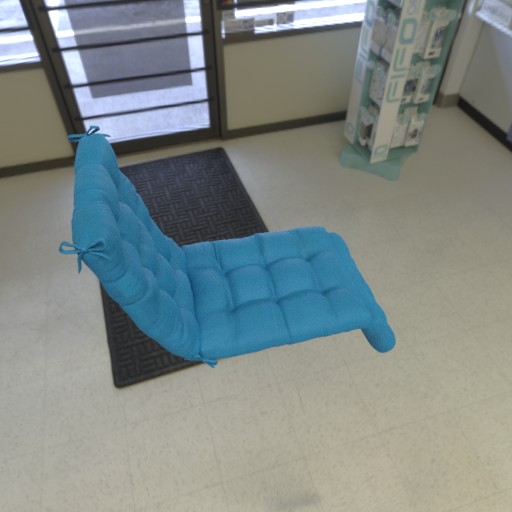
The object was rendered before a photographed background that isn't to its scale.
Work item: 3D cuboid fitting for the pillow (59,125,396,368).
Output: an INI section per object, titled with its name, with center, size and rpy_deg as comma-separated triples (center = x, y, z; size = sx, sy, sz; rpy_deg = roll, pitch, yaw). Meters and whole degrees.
[pillow]
center = 0.000, 0.000, 1.511
size = 1.016, 0.863, 0.526
rpy_deg = -10, 48, -10
